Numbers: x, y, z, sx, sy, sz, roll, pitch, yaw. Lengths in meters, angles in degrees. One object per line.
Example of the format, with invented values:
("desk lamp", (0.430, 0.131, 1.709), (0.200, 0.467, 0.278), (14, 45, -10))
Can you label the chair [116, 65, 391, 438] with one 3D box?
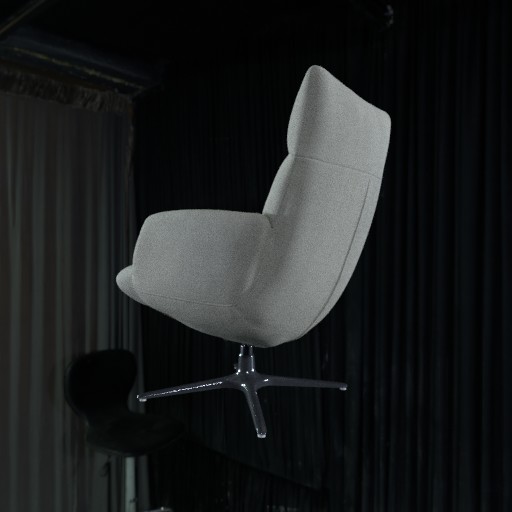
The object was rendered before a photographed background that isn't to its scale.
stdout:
("chair", (0.000, 0.000, 1.596), (0.889, 1.016, 0.711), (0, 1, 36))
